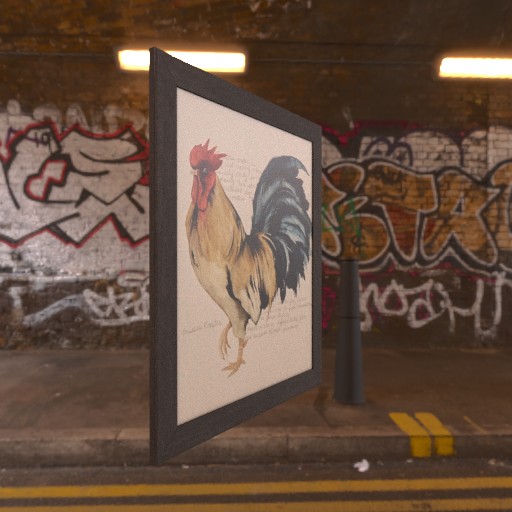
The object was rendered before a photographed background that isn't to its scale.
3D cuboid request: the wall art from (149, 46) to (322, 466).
[{"bbox_3d":[0.000,0.000,0.796,0.013,0.570,0.476,0,0,36],"label":"wall art"}]
